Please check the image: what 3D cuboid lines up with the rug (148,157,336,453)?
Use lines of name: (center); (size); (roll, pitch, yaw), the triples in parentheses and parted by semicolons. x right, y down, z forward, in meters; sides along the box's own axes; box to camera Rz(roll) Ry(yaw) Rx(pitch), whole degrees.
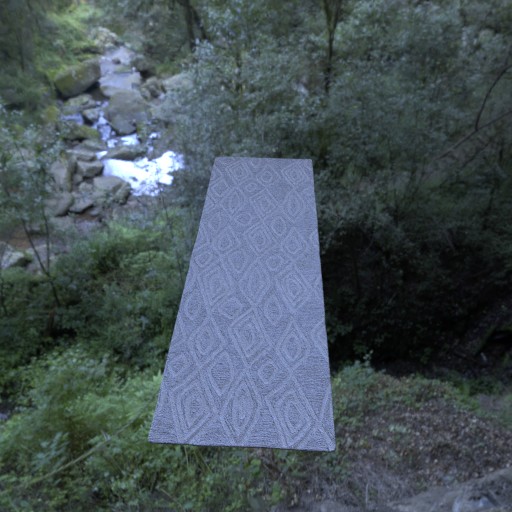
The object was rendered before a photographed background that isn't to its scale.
rug: (0.000, 0.000, 2.774); (0.807, 0.013, 2.436); (2, 42, 2)
